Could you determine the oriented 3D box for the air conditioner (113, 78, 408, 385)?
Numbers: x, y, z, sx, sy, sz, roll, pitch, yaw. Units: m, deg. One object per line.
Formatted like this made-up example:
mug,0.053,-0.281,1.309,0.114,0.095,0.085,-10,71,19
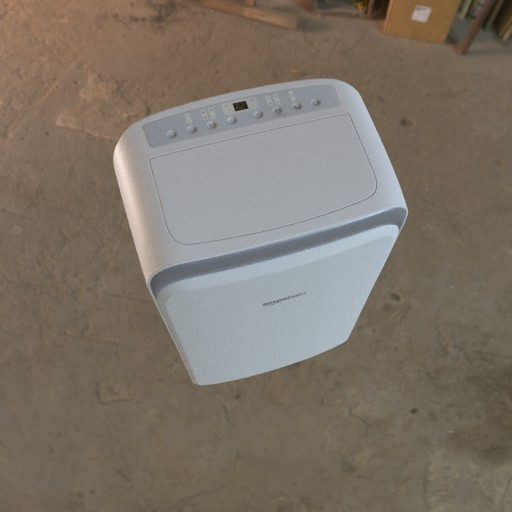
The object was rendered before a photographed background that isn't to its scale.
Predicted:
air conditioner,0.000,0.000,0.955,0.454,0.700,0.365,-15,64,-7
